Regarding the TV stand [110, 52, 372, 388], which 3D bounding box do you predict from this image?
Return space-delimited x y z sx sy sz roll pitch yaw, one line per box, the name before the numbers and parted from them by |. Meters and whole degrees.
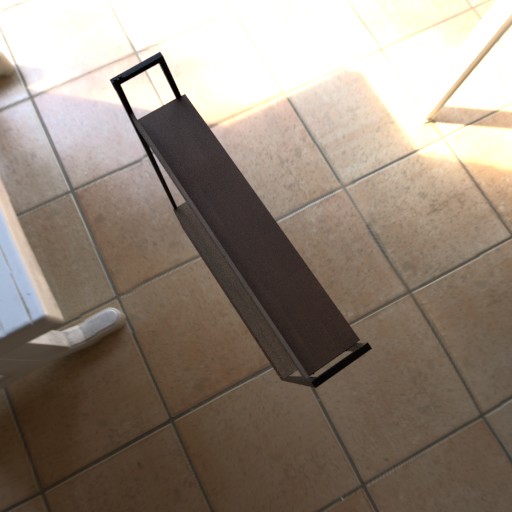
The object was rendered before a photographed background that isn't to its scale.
TV stand | 0.000 0.000 2.306 0.432 1.772 1.250 -33 77 -8
